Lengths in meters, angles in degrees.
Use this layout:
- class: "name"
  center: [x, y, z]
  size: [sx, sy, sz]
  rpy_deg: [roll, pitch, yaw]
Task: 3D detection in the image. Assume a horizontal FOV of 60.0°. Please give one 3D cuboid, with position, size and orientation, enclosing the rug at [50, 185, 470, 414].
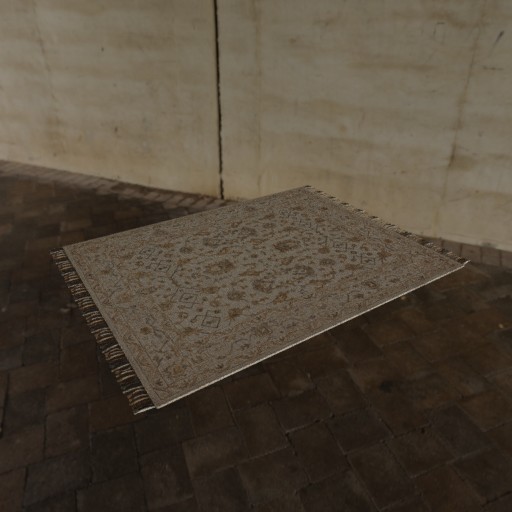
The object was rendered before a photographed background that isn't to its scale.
- class: "rug"
  center: [0.000, 0.000, 2.240]
  size: [1.726, 0.009, 1.278]
  rpy_deg: [-18, 34, -29]
